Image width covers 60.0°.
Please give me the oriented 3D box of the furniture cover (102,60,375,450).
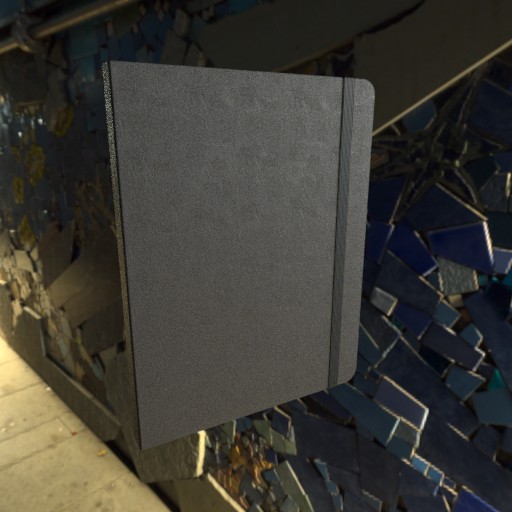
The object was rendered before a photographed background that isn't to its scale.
[{"bbox_3d":[0.000,0.000,0.364,0.216,0.281,0.023,-8,18,-28],"label":"furniture cover"}]
